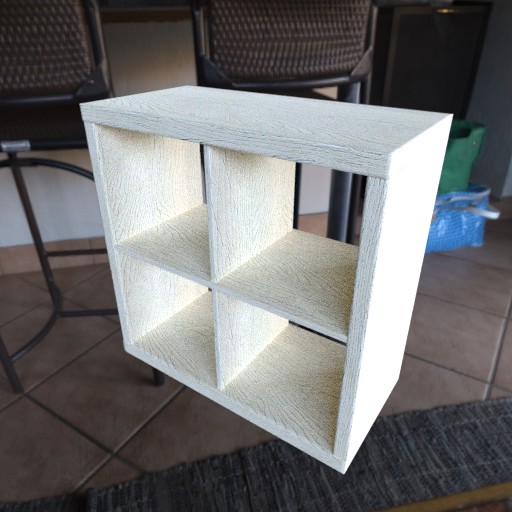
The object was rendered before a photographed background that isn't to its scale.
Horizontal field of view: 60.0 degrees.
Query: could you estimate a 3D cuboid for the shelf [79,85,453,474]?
[{"bbox_3d":[0.000,0.000,1.225,0.790,0.786,0.390,18,34,30],"label":"shelf"}]
